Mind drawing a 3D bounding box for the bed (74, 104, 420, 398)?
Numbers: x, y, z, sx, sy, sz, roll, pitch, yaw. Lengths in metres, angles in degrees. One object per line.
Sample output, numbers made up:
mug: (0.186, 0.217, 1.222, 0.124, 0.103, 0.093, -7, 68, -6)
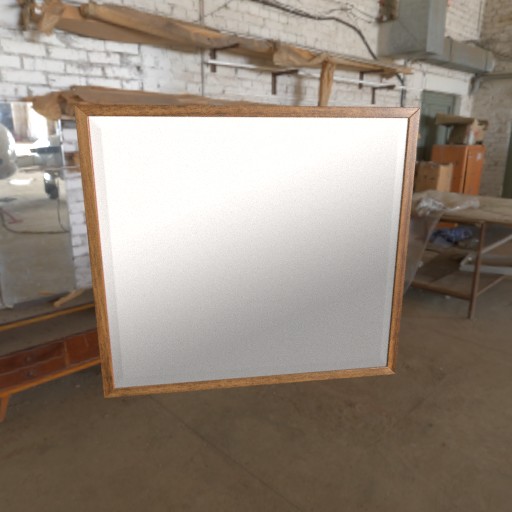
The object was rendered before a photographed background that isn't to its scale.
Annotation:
bed: (0.000, 0.000, 1.465, 1.041, 0.940, 0.043, -2, 16, -8)
